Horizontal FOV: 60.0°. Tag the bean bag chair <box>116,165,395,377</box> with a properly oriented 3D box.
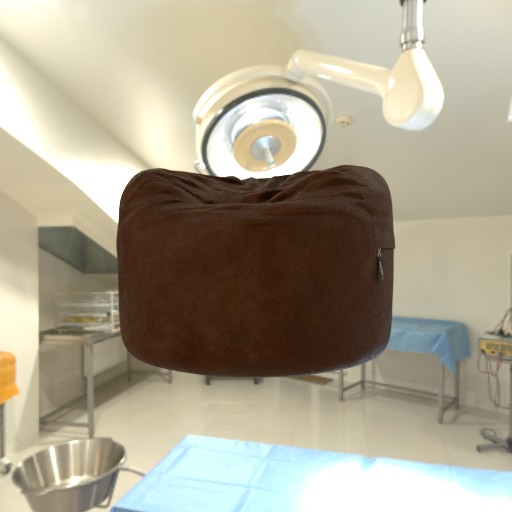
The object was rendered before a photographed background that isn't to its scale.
[{"bbox_3d":[0.000,0.000,1.533,0.918,0.616,0.918,0,0,0],"label":"bean bag chair"}]
